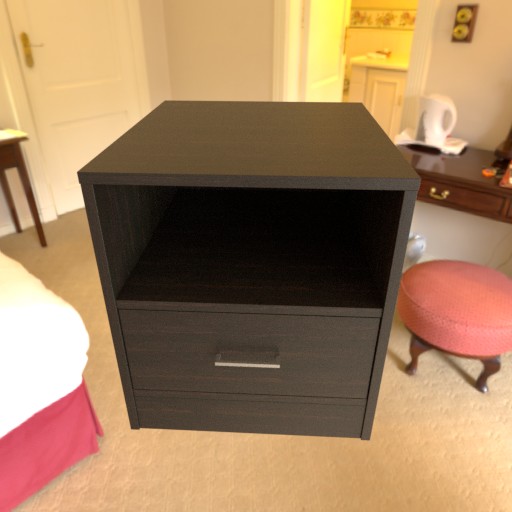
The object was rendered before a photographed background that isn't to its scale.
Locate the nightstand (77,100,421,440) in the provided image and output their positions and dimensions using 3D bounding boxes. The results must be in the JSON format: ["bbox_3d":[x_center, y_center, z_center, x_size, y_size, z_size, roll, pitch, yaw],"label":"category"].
[{"bbox_3d":[0.000,0.000,0.813,0.400,0.460,0.461,2,30,3],"label":"nightstand"}]
